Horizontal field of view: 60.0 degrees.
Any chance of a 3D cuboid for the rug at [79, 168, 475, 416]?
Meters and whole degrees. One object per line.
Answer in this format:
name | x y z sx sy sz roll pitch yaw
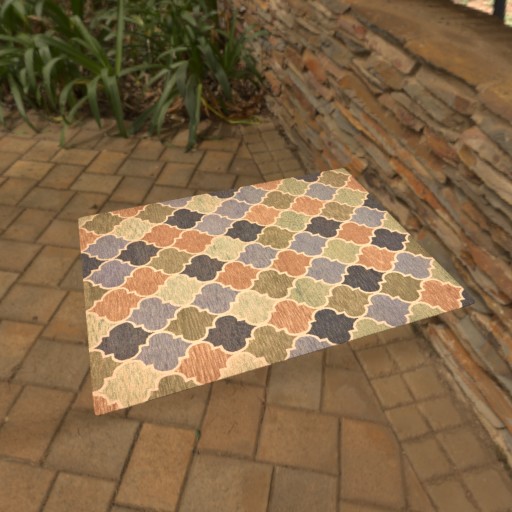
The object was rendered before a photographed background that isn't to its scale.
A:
rug | 0.000 0.000 4.306 3.200 0.013 2.439 -13 43 -15
